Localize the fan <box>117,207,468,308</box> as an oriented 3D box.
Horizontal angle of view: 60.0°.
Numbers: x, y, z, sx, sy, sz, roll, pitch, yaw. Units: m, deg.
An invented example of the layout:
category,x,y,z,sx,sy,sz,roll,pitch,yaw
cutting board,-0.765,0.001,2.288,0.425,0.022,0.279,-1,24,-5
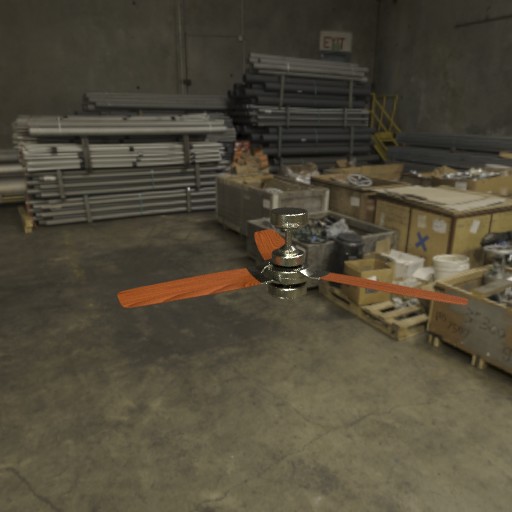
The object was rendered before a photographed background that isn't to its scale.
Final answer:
category,x,y,z,sx,sy,sz,roll,pitch,yaw
fan,0.000,0.000,2.059,1.271,0.410,1.416,-9,20,-26
